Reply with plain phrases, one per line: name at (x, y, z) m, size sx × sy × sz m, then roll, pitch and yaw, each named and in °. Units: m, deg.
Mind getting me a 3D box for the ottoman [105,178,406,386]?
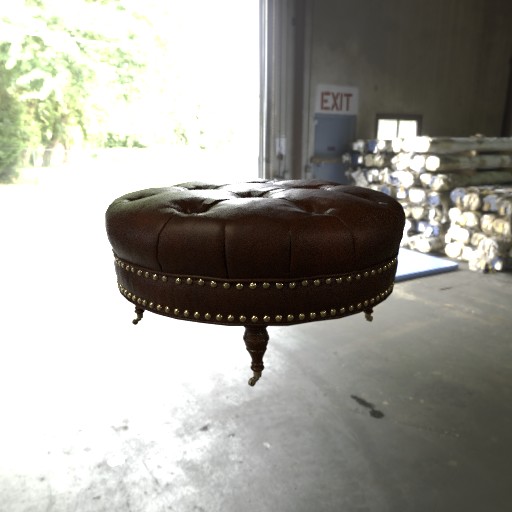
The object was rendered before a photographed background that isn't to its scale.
ottoman at (0.000, 0.000, 1.399) m, size 0.901 × 0.455 × 0.901 m, roll 0°, pitch 15°, yaw 0°
